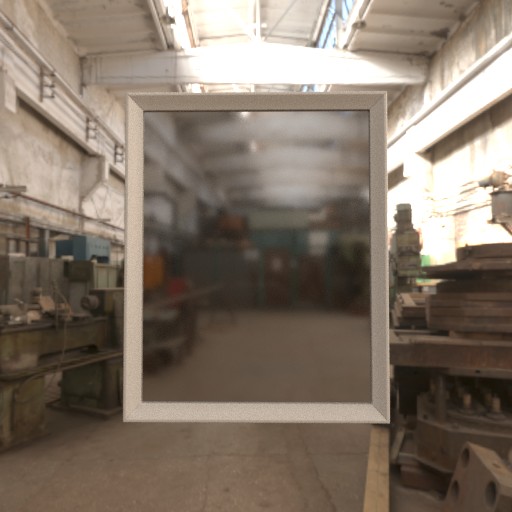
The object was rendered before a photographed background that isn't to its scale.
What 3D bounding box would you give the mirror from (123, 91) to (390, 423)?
[{"bbox_3d":[0.000,0.000,0.701,0.406,0.509,0.041,0,-2,1],"label":"mirror"}]
